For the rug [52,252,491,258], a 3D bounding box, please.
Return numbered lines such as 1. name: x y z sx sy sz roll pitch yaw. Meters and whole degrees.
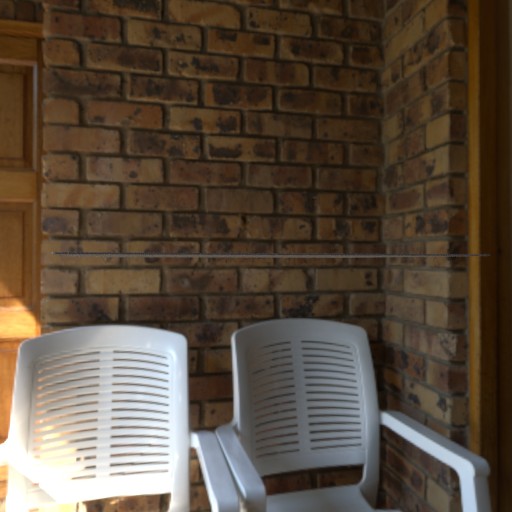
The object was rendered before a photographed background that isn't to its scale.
1. rug: 0.000 0.000 2.880 2.235 0.008 1.600 0 -1 -18
